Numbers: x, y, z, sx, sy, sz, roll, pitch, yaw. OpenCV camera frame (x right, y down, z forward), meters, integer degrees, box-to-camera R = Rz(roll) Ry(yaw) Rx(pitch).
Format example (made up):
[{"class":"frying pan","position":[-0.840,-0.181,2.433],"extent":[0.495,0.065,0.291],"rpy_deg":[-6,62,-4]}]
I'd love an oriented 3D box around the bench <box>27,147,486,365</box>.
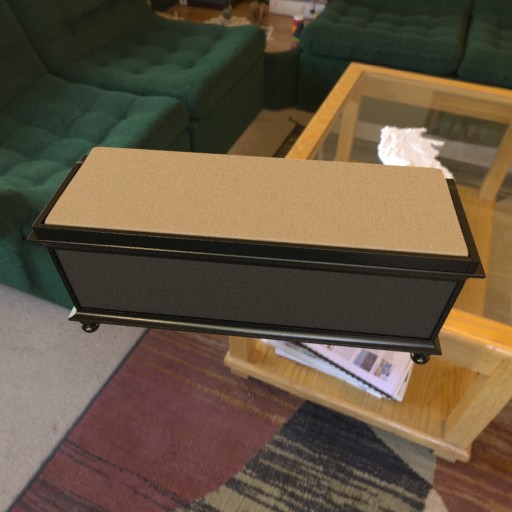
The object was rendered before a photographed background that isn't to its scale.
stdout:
[{"class":"bench","position":[0.000,0.000,1.418],"extent":[1.185,0.501,0.402],"rpy_deg":[5,46,4]}]
